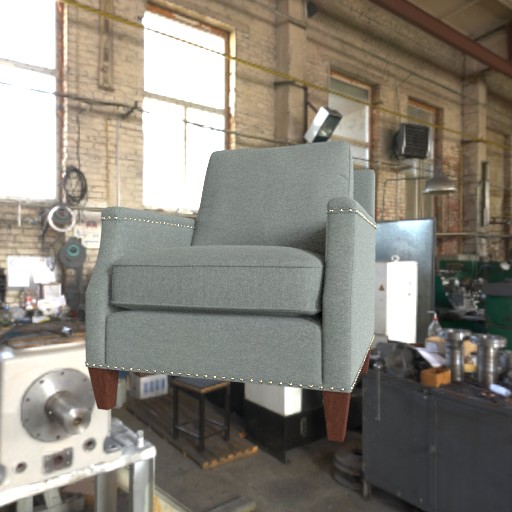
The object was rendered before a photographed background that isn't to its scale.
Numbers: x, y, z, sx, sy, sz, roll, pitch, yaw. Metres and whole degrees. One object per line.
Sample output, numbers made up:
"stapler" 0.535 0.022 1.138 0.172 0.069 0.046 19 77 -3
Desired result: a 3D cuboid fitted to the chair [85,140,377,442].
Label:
"chair" 0.000 0.000 1.785 0.885 1.031 1.031 0 0 19
